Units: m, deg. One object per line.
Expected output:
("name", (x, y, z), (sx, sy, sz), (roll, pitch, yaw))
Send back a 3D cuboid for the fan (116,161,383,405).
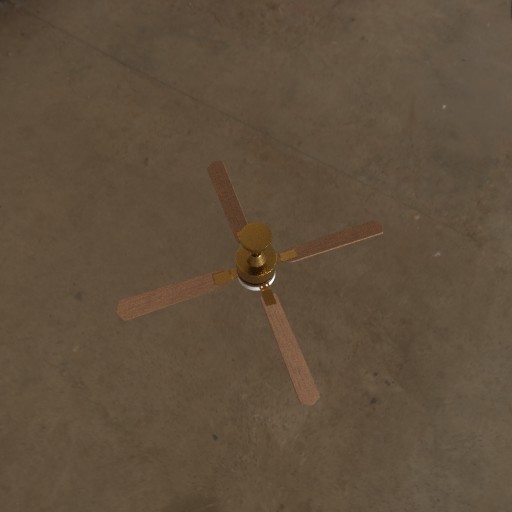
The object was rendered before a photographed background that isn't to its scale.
("fan", (0.000, 0.000, 1.982), (1.320, 0.355, 1.320), (-18, 64, -9))
